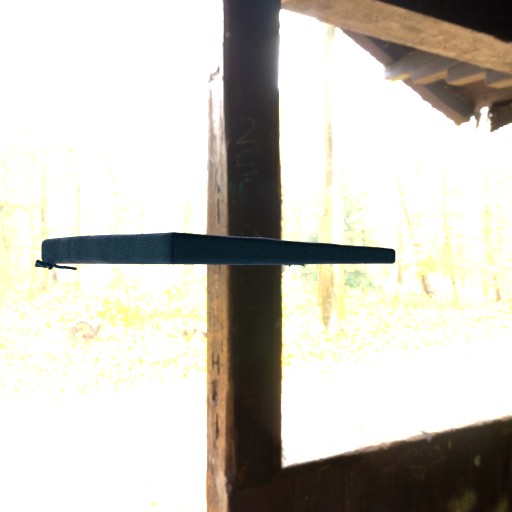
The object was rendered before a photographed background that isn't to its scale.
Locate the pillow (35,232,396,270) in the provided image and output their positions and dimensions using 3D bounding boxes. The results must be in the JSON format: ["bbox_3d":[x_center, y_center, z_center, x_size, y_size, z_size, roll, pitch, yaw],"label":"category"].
[{"bbox_3d":[0.000,0.000,1.367,0.492,0.081,1.187,-1,-1,36],"label":"pillow"}]
